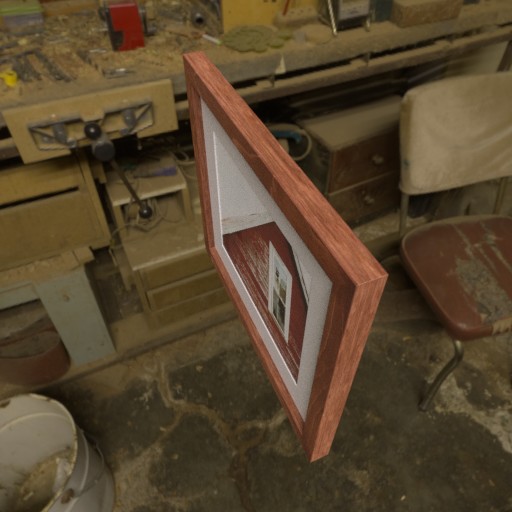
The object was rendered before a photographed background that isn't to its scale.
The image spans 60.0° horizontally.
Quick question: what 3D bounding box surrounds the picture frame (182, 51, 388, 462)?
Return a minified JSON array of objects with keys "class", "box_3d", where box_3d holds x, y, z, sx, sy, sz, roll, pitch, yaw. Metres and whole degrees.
[{"class":"picture frame","box_3d":[0.000,0.000,0.525,0.025,0.330,0.381,-17,49,-16]}]
